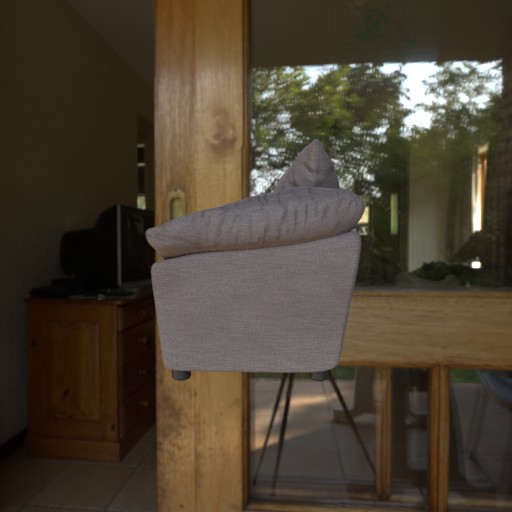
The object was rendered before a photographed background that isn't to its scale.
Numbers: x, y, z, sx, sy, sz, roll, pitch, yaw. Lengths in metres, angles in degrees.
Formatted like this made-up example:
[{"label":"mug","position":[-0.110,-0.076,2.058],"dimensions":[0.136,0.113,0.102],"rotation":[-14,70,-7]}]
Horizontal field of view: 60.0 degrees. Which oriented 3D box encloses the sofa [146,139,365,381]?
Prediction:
[{"label":"sofa","position":[0.000,0.000,2.894],"dimensions":[0.927,1.043,2.390],"rotation":[0,2,1]}]
